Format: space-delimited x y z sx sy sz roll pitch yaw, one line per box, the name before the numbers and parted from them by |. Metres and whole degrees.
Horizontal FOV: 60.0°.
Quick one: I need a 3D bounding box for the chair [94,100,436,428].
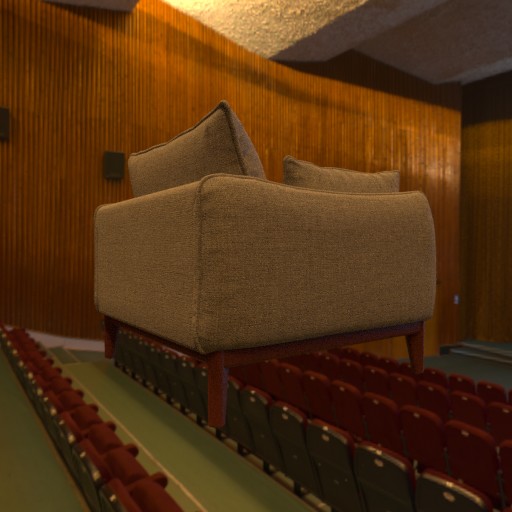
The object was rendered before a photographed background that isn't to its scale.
chair | 0.000 0.000 1.700 0.976 0.839 0.993 -1 1 -35
